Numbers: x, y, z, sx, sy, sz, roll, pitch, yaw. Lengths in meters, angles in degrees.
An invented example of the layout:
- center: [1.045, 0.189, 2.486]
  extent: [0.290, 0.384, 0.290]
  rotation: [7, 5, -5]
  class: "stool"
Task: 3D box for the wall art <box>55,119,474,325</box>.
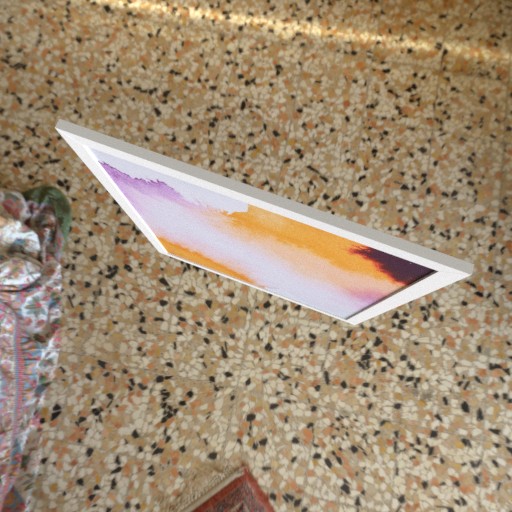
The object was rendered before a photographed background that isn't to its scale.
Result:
- center: [0.000, 0.000, 0.751]
  extent: [0.482, 0.557, 0.012]
  rotation: [20, 77, 5]
  class: "wall art"
